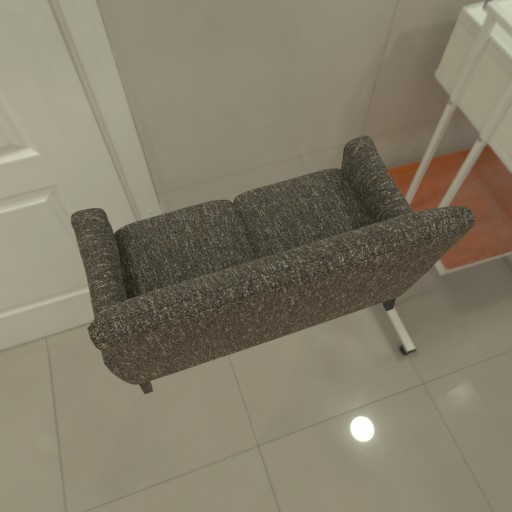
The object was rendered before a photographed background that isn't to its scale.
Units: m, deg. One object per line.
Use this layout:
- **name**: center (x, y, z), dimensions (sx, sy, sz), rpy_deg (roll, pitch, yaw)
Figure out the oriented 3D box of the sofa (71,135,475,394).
- **sofa**: center (0.000, 0.000, 2.083), dimensions (1.519, 0.946, 0.801), rpy_deg (-17, 60, -10)
